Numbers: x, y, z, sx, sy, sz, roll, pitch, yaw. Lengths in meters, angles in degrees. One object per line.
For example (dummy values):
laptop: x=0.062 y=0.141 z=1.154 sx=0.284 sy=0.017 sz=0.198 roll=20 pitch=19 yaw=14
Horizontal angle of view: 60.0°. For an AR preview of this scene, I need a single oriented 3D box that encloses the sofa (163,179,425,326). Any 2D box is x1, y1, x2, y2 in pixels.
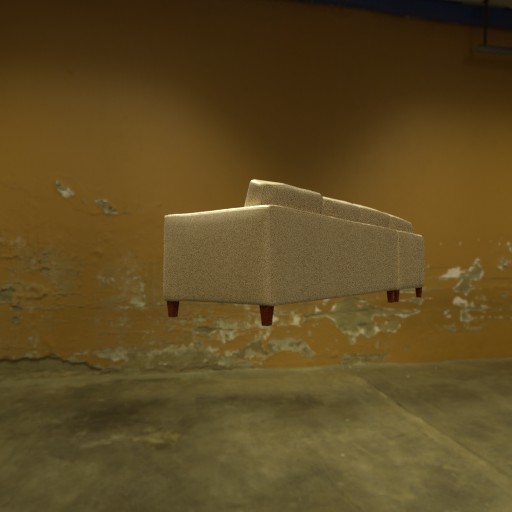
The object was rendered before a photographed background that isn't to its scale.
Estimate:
sofa: x=0.000 y=0.000 z=4.653 sx=2.593 sy=0.947 sz=3.302 roll=-1 pitch=-2 yaw=36
